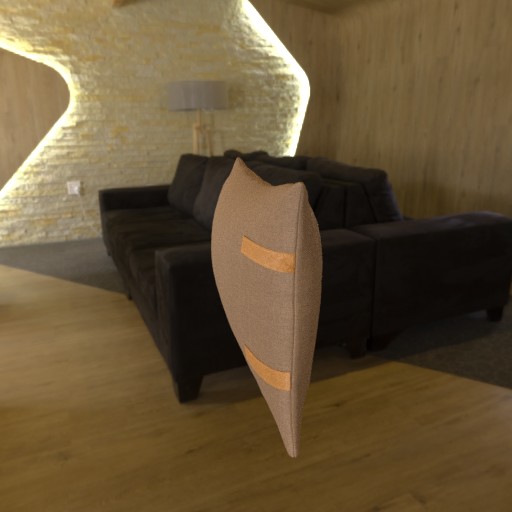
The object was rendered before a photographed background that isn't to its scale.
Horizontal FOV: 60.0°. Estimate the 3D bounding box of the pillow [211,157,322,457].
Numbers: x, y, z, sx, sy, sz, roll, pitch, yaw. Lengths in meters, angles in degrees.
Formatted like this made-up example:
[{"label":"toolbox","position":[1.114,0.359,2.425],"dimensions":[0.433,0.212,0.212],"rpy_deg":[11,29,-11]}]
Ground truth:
[{"label":"pillow","position":[0.000,0.000,0.747],"dimensions":[0.148,0.308,0.612],"rpy_deg":[-2,15,-8]}]
